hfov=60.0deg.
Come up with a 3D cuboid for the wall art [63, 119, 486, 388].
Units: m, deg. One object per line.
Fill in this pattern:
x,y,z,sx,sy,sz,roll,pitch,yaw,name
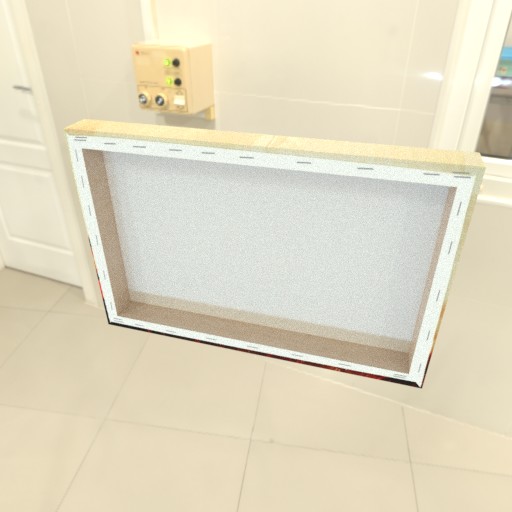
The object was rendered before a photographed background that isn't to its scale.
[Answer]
0.000,0.000,0.470,0.383,0.251,0.037,9,33,13,wall art
